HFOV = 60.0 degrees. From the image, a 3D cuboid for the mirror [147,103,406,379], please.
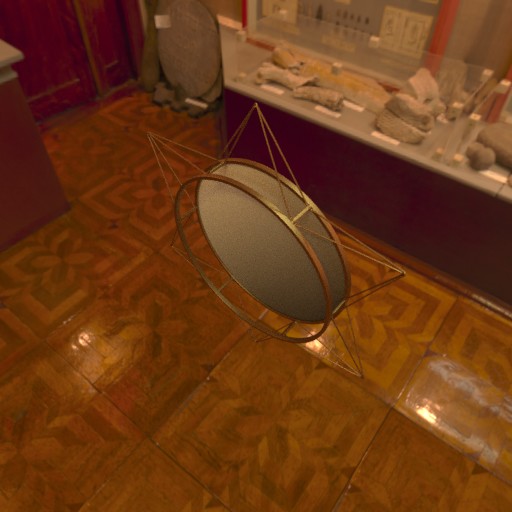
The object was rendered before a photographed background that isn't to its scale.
[{"bbox_3d":[0.000,0.000,0.777,0.498,0.581,0.062,32,56,25],"label":"mirror"}]
